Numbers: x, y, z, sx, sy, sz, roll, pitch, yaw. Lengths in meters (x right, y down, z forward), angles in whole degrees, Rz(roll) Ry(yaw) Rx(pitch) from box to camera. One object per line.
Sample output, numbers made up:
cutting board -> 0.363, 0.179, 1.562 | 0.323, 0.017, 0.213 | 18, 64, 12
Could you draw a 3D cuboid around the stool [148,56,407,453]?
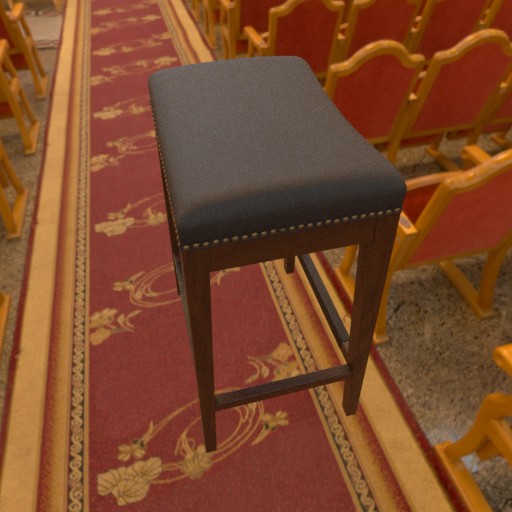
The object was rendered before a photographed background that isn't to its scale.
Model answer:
stool -> 0.000, 0.000, 0.935 | 0.353, 0.664, 0.490 | -10, 46, -10
